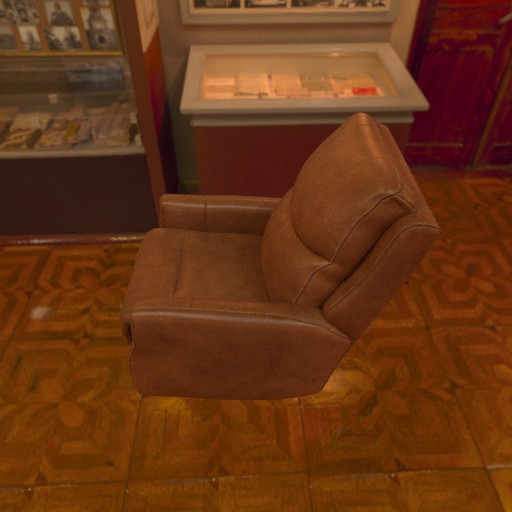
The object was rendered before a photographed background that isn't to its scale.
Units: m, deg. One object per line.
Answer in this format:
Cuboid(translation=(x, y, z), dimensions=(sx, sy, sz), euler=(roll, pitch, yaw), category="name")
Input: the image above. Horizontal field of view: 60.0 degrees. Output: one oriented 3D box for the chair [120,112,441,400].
Cuboid(translation=(0.000, 0.000, 1.798), dimensions=(1.072, 1.016, 0.821), euler=(0, 42, 0), category="chair")
